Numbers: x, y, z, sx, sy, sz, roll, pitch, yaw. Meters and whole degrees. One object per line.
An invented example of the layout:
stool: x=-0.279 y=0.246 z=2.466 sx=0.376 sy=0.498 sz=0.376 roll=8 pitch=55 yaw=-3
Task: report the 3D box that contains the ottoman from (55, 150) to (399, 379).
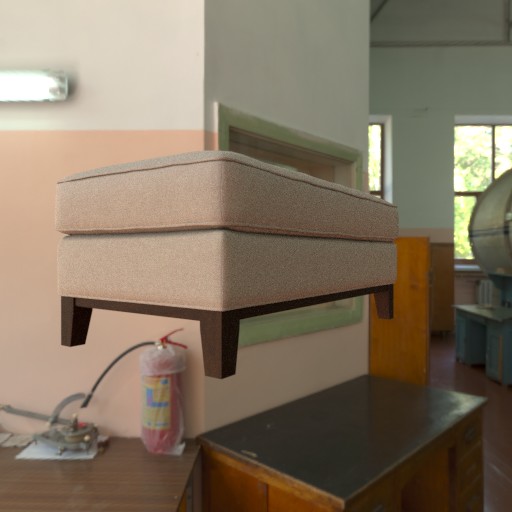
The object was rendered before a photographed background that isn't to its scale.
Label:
ottoman: x=0.000 y=0.000 z=1.534 sx=0.648 sy=0.508 sz=1.143 roll=0 pitch=0 yaw=36
